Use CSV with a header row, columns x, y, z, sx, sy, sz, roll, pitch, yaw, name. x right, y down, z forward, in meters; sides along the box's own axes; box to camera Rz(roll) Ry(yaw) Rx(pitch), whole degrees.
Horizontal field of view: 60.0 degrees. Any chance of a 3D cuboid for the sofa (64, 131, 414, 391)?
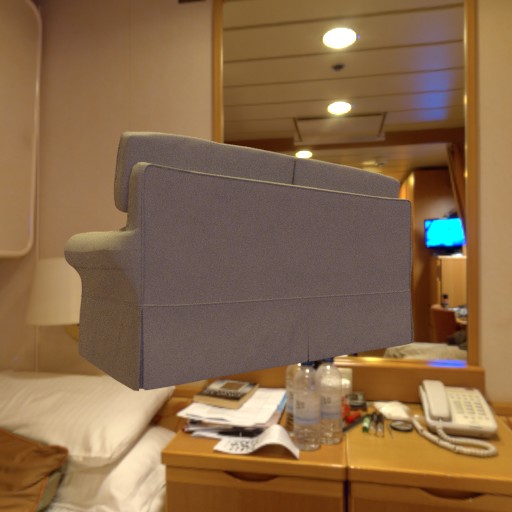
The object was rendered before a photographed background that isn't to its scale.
x,y,z,sx,sy,sz,roll,pitch,yaw,name
0.000,0.000,2.433,1.823,1.024,0.841,1,-1,-36,sofa
